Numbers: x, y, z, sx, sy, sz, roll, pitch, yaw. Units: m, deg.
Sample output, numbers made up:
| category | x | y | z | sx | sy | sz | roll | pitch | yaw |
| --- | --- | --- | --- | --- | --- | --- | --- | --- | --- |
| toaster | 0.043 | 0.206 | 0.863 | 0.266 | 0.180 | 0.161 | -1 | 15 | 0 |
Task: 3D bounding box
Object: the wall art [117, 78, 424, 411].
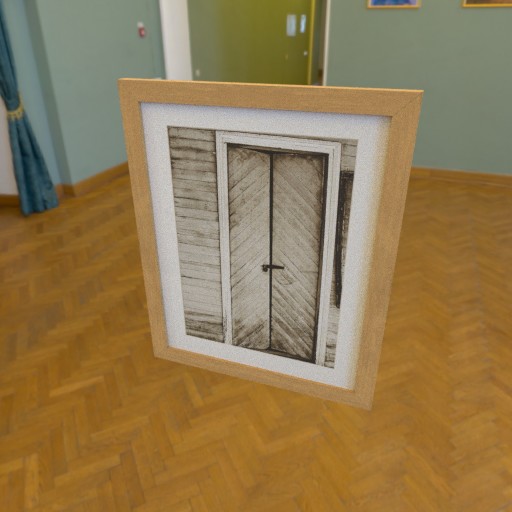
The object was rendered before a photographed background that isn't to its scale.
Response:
| category | x | y | z | sx | sy | sz | roll | pitch | yaw |
| --- | --- | --- | --- | --- | --- | --- | --- | --- | --- |
| wall art | 0.000 | 0.000 | 0.771 | 0.460 | 0.561 | 0.020 | 9 | 29 | 17 |
